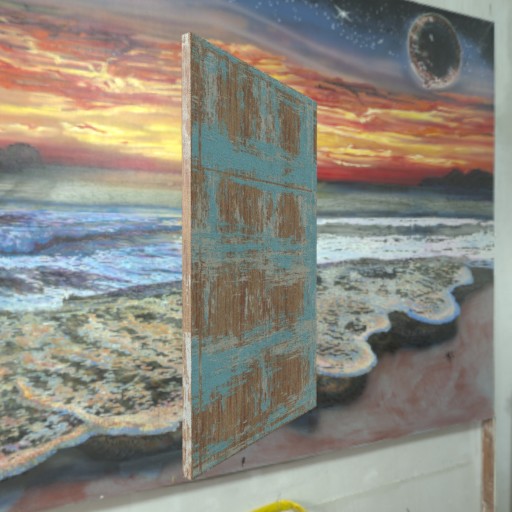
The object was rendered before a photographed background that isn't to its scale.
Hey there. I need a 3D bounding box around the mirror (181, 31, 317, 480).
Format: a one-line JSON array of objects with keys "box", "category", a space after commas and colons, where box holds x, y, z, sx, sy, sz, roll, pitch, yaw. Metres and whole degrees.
[{"box": [0.000, 0.000, 1.507, 0.083, 1.213, 0.707, 1, 1, 36], "category": "mirror"}]
